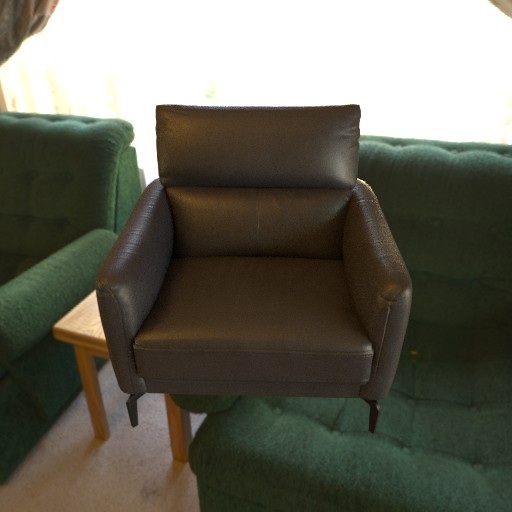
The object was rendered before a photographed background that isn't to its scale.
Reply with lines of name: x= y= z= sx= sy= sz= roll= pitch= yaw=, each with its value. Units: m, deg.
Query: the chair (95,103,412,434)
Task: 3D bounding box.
chair: x=0.000 y=0.000 z=1.622 sx=0.976 sy=0.949 sz=0.809 roll=1 pitch=29 yaw=2
